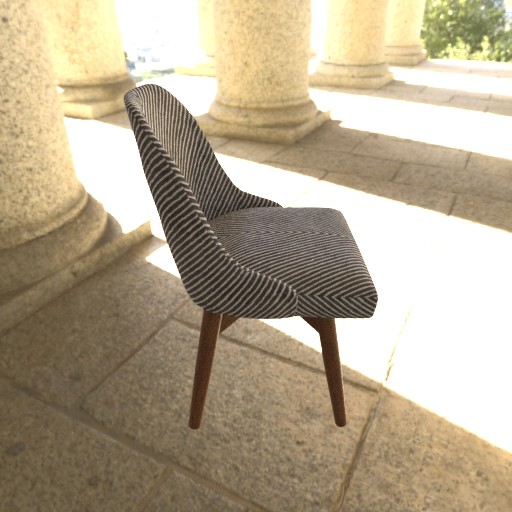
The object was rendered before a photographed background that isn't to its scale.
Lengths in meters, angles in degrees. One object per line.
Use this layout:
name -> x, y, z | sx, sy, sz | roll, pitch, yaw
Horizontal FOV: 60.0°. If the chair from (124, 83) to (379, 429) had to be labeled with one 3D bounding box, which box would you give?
chair -> 0.000, 0.000, 1.241 | 0.591, 0.883, 0.504 | -1, 31, -1
